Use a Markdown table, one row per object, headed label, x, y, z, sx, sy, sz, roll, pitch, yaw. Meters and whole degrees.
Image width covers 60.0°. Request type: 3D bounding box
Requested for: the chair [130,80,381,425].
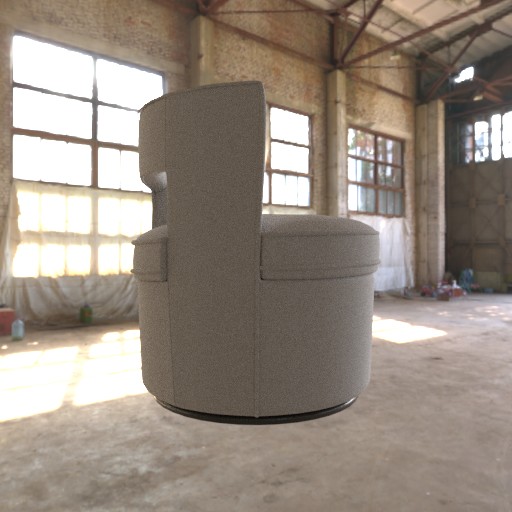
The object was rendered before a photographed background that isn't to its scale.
| label | x | y | z | sx | sy | sz | roll | pitch | yaw |
| --- | --- | --- | --- | --- | --- | --- | --- | --- | --- |
| chair | 0.000 | 0.000 | 1.215 | 0.665 | 0.723 | 0.650 | 0 | 0 | -19 |
